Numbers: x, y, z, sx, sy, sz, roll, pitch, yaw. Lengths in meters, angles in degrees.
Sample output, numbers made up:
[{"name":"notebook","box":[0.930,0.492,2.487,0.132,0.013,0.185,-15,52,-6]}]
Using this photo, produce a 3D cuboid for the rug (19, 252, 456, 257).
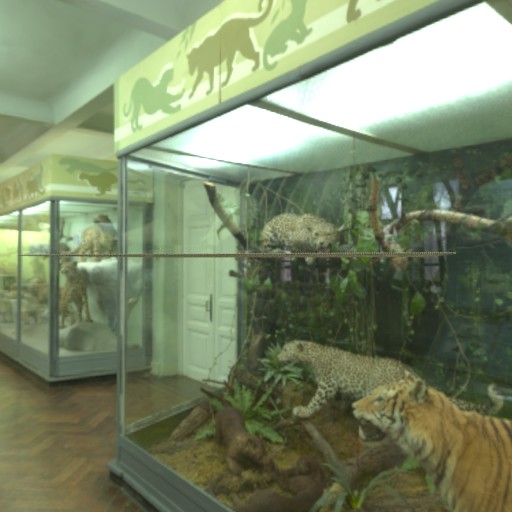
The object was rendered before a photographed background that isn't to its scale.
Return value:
[{"name":"rug","box":[0.000,0.000,4.002,3.061,0.010,2.330,0,-1,18]}]
